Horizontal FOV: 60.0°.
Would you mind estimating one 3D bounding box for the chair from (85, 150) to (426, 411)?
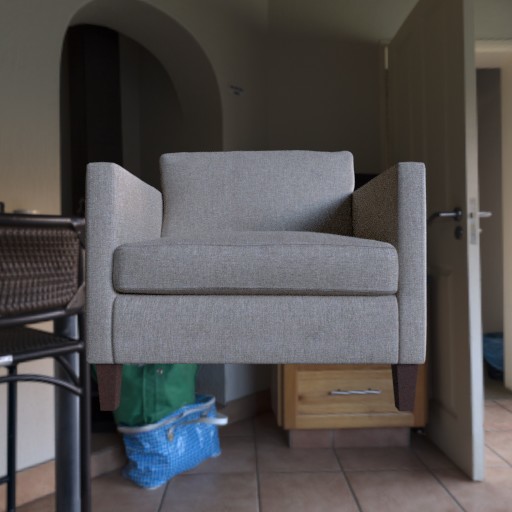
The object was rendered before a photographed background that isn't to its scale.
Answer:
[{"bbox_3d":[0.000,0.000,1.833,1.107,0.987,0.959,0,0,0],"label":"chair"}]
